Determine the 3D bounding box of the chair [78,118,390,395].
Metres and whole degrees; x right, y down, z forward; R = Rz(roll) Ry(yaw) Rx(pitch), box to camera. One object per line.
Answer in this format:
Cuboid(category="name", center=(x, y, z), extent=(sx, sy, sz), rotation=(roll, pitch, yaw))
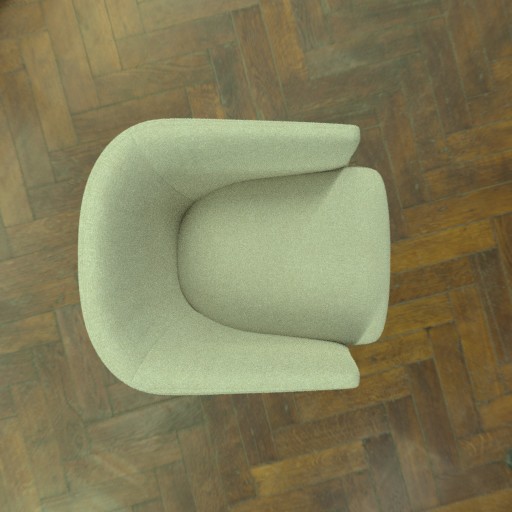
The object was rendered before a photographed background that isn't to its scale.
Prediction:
Cuboid(category="chair", center=(0.000, 0.000, 1.624), extent=(0.986, 0.861, 0.822), rotation=(0, 91, -1))
